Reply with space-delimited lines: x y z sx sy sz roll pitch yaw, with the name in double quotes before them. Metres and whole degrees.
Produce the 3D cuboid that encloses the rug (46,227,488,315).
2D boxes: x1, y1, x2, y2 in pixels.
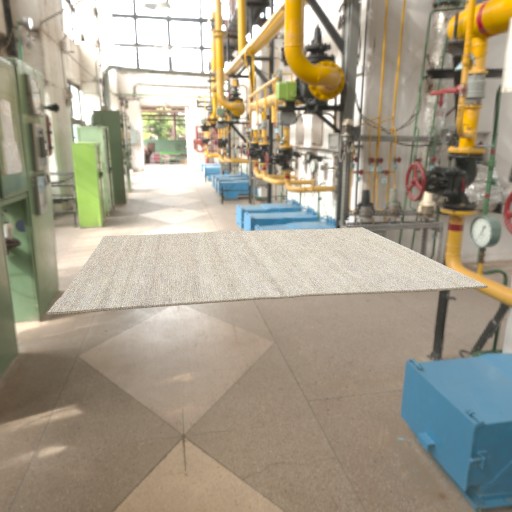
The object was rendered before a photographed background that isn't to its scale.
"rug" 0.000 0.000 4.846 3.626 0.051 2.757 -2 15 -9
